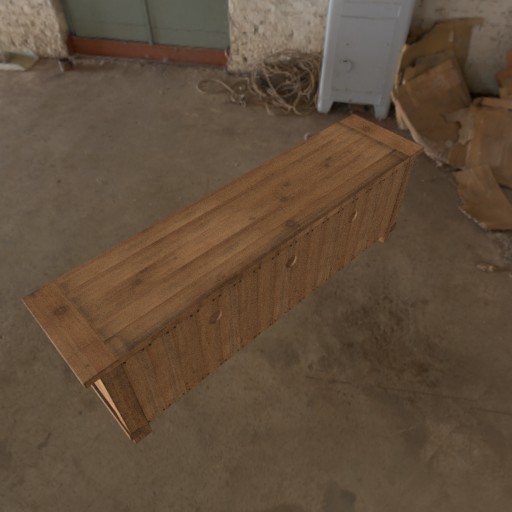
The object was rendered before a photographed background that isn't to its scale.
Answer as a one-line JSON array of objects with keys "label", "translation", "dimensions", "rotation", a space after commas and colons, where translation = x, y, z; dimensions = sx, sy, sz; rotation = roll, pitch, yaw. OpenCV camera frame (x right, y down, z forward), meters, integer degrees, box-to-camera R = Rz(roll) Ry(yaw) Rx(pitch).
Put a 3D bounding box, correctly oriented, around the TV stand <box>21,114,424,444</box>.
[{"label": "TV stand", "translation": [0.000, 0.000, 2.033], "dimensions": [1.804, 0.573, 0.453], "rotation": [-34, 56, -28]}]
